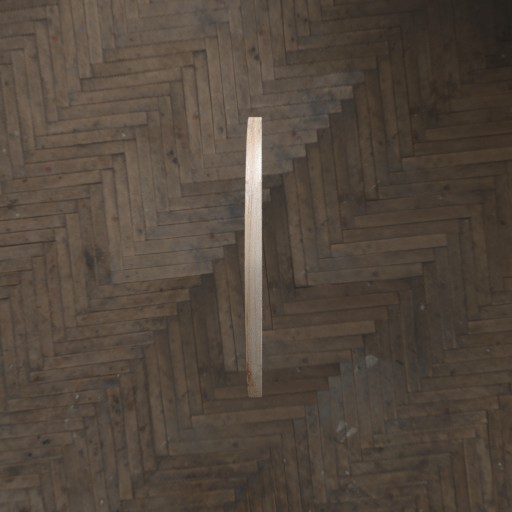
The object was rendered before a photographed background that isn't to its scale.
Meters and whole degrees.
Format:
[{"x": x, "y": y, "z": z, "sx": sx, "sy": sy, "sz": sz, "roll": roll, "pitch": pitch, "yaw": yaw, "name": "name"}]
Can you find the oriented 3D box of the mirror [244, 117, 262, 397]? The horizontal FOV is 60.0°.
[{"x": 0.000, "y": 0.000, "z": 1.219, "sx": 0.032, "sy": 0.920, "sz": 0.660, "roll": 0, "pitch": 91, "yaw": 1, "name": "mirror"}]
